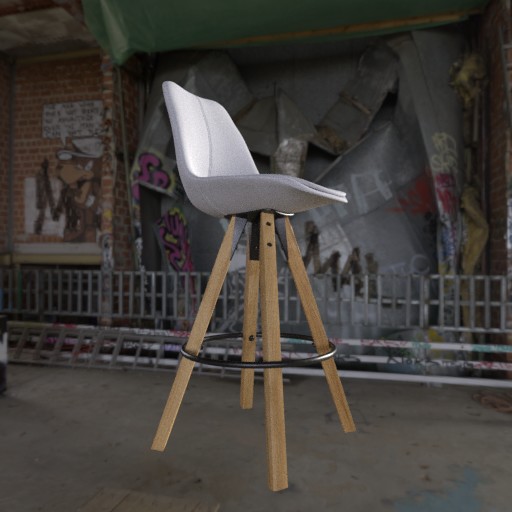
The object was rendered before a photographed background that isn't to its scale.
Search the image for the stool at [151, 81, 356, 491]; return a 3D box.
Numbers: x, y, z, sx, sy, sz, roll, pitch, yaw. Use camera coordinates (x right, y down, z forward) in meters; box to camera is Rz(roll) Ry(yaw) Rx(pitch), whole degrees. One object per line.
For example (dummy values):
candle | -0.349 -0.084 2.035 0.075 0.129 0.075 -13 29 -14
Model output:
stool | 0.000 0.000 1.355 0.550 1.115 0.484 0 -1 34
